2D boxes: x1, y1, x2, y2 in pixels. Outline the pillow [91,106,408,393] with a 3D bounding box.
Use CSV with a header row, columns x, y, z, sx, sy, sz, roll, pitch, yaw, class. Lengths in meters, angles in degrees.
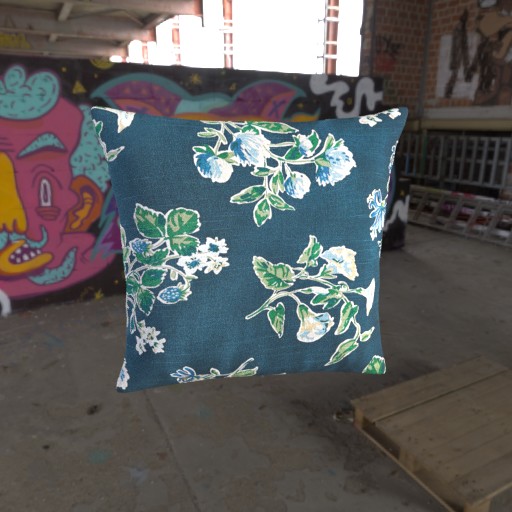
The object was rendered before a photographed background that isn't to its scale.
x,y,z,sx,sy,sz,roll,pitch,yaw,class
0.000,0.000,0.792,0.525,0.508,0.166,-2,16,-7,pillow
